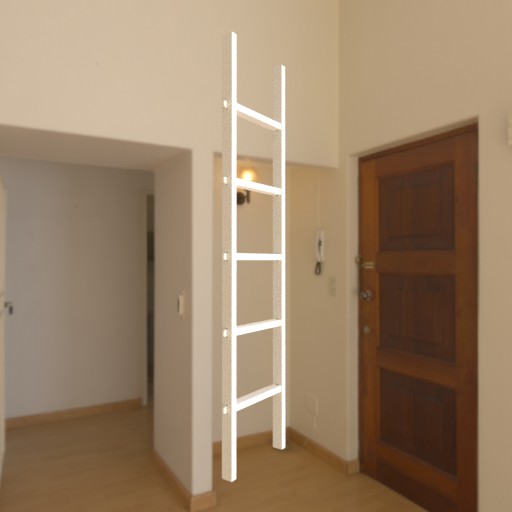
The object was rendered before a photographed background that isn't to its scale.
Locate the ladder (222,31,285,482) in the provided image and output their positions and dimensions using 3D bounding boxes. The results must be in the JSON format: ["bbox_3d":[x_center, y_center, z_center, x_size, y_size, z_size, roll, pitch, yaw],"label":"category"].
[{"bbox_3d":[0.000,0.000,1.944,0.051,1.797,0.452,0,-1,36],"label":"ladder"}]
